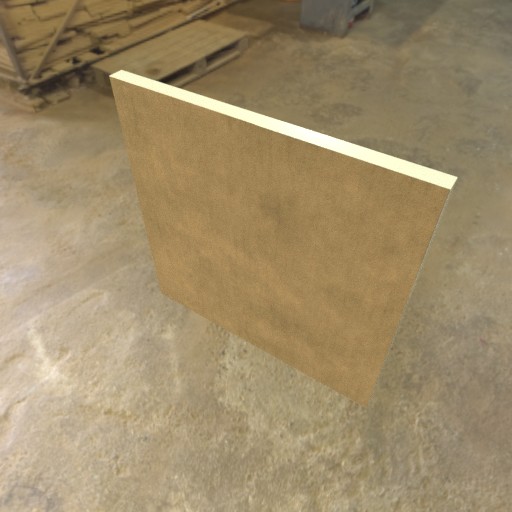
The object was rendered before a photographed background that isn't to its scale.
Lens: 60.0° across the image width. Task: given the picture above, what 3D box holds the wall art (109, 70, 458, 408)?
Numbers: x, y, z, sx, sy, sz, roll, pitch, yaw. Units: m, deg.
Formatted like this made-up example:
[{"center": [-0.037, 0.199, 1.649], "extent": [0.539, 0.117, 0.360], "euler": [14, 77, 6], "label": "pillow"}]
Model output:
[{"center": [0.000, 0.000, 0.674], "extent": [0.455, 0.453, 0.023], "euler": [25, 51, 23], "label": "wall art"}]
